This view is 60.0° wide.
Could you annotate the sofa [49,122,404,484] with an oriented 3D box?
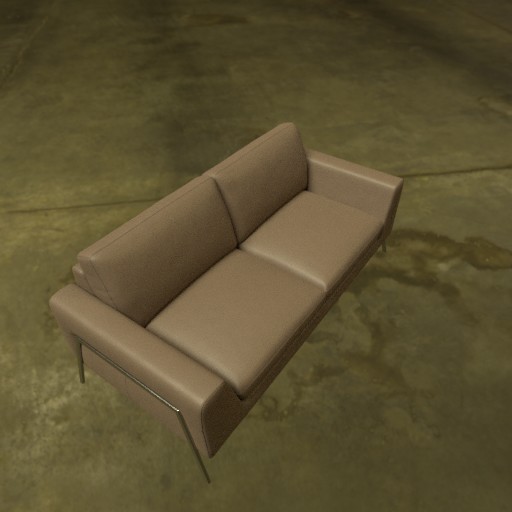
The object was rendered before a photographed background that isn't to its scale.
[{"bbox_3d":[0.000,0.000,2.558,0.953,0.875,2.017,25,47,26],"label":"sofa"}]
